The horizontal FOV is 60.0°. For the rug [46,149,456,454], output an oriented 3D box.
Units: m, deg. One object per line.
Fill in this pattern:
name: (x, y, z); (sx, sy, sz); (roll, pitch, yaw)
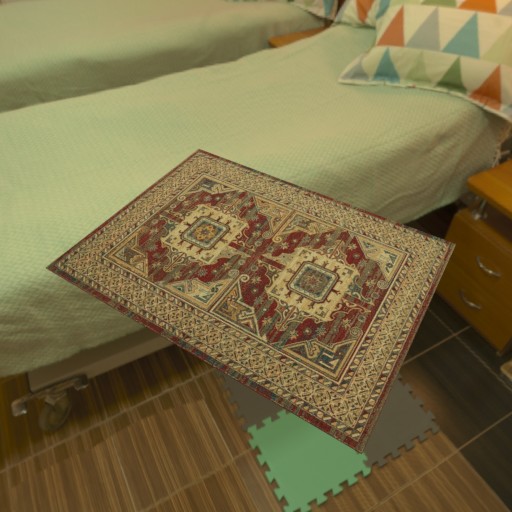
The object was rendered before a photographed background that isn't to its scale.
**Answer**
rug: (0.000, 0.000, 4.293); (3.197, 0.013, 2.381); (24, 51, 22)
